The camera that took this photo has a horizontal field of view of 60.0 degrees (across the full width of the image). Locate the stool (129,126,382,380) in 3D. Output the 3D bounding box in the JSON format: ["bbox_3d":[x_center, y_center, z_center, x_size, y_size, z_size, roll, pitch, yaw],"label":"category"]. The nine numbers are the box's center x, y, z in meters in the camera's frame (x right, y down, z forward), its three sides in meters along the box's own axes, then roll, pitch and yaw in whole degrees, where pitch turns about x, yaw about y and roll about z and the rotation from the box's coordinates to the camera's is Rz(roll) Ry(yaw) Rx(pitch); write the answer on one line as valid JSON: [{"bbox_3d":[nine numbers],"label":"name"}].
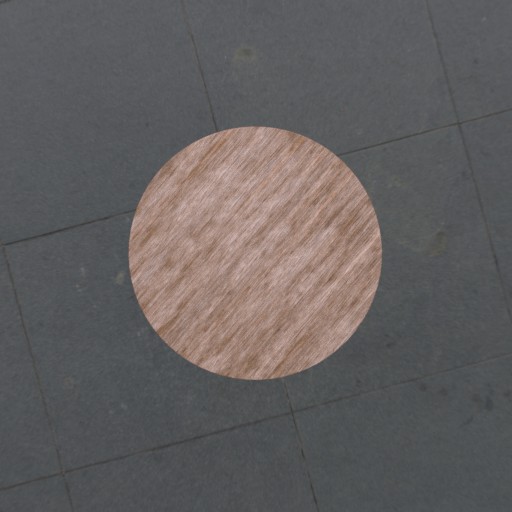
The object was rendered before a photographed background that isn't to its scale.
[{"bbox_3d":[0.000,0.000,0.913,0.439,0.609,0.439,0,89,0],"label":"stool"}]
